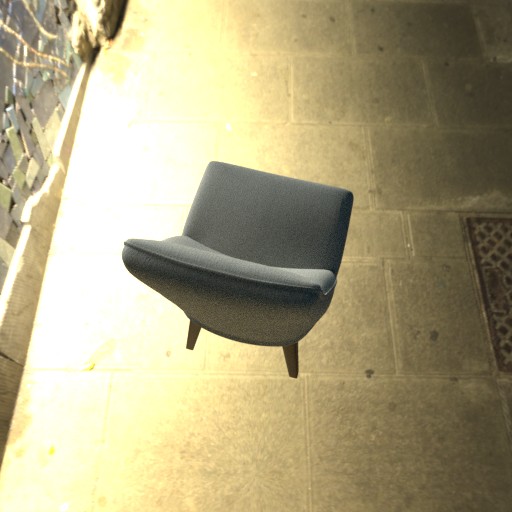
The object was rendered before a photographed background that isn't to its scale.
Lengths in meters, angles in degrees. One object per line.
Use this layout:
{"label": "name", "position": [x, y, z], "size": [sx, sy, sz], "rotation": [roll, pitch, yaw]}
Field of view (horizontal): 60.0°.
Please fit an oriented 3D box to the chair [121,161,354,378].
{"label": "chair", "position": [0.000, 0.000, 1.307], "size": [0.500, 0.930, 0.620], "rotation": [14, 64, 7]}
